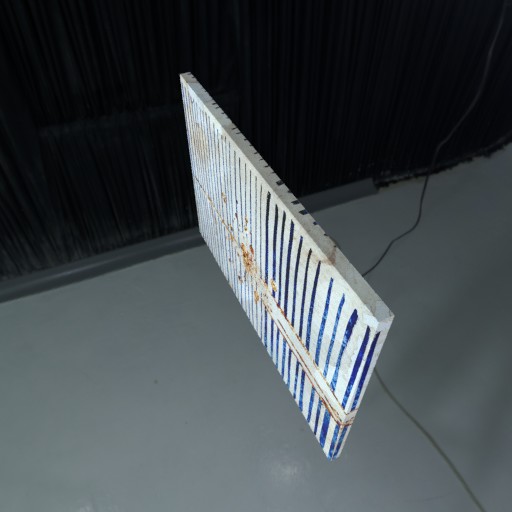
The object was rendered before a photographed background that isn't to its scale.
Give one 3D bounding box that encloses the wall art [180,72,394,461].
[{"bbox_3d":[0.000,0.000,1.177,0.030,0.609,0.919,-19,50,-17],"label":"wall art"}]
